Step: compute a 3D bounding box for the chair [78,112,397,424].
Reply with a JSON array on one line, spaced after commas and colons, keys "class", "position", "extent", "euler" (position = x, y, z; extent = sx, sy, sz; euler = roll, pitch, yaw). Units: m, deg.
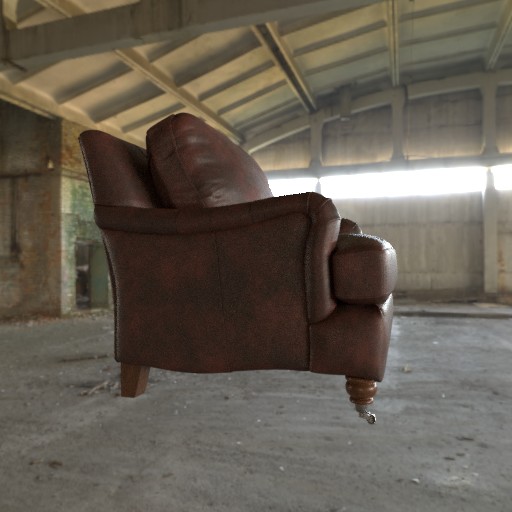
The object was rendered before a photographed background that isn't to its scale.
[{"class": "chair", "position": [0.000, 0.000, 1.907], "extent": [1.156, 1.051, 0.987], "euler": [0, -1, 18]}]
